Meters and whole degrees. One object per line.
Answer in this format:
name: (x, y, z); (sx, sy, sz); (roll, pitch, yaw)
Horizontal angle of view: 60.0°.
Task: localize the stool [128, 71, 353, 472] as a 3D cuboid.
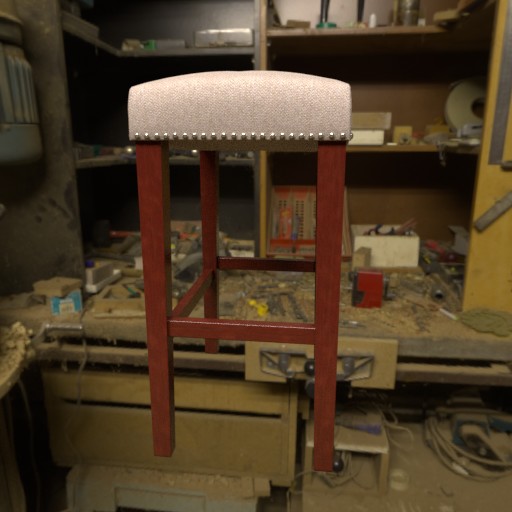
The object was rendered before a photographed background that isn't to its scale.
stool: (0.000, 0.000, 1.023); (0.372, 0.742, 0.504); (2, 15, 7)
